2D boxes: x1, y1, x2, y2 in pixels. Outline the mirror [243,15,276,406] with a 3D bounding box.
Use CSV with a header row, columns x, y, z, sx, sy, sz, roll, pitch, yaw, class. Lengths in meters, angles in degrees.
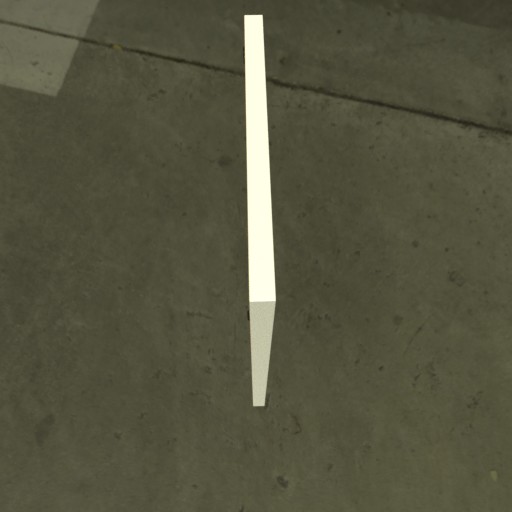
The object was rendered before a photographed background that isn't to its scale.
x,y,z,sx,sy,sz,roll,pitch,yaw,class
0.000,0.000,1.150,0.041,0.914,0.609,-1,63,-1,mirror
